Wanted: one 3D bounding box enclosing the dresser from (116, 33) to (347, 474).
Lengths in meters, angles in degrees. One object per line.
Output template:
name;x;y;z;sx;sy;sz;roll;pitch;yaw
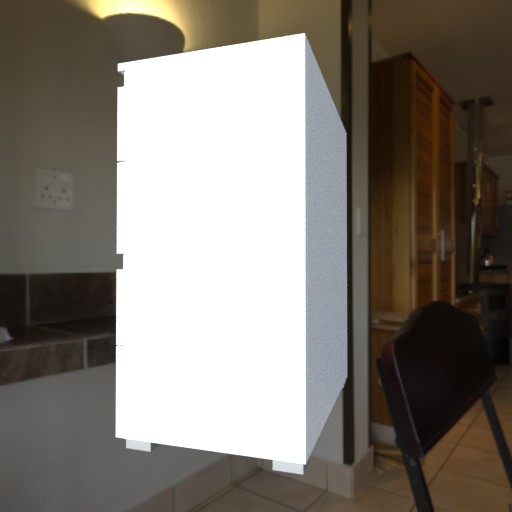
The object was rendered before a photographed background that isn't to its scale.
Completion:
dresser;0.000;0.000;1.171;0.400;0.800;0.650;0;-1;18
